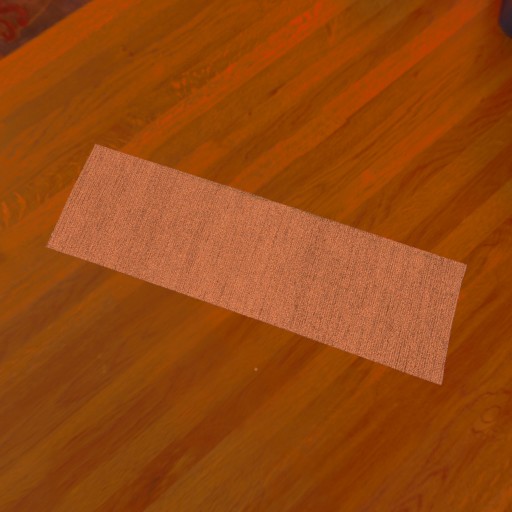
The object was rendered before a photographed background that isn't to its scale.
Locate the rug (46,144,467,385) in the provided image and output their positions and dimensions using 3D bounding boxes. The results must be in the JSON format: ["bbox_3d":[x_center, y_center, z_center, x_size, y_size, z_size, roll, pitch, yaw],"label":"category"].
[{"bbox_3d":[0.000,0.000,2.523,2.320,0.032,0.692,19,76,5],"label":"rug"}]
